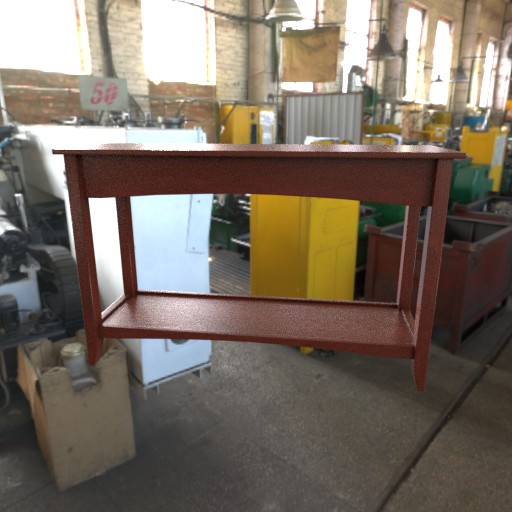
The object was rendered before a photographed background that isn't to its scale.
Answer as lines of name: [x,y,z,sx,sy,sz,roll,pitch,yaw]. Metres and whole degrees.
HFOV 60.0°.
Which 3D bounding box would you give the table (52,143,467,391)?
table: [0.000,0.000,1.546,1.188,0.739,0.392,2,17,8]
